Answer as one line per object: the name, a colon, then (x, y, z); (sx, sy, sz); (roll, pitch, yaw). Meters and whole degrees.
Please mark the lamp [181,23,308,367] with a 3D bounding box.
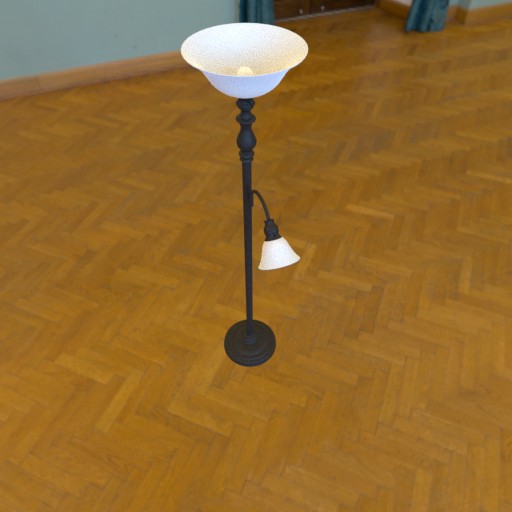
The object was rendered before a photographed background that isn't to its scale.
lamp: (0.000, 0.000, 2.020); (0.405, 1.793, 0.588); (-18, 50, -16)
